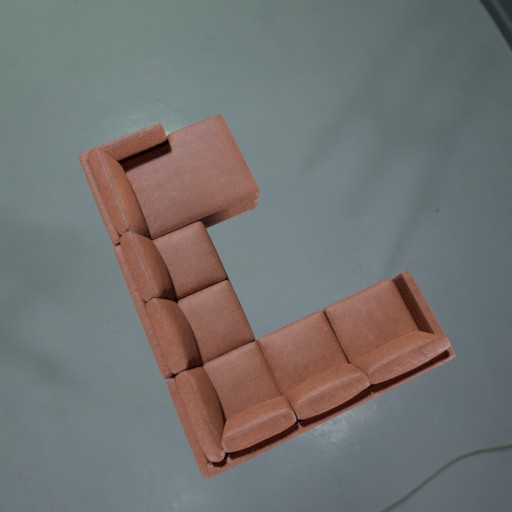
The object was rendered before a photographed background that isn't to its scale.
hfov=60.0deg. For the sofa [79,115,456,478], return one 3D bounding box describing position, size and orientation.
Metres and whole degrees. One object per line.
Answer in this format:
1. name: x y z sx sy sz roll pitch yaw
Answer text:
1. sofa: 0.000 0.000 4.639 2.593 0.923 3.460 -24 77 -6
